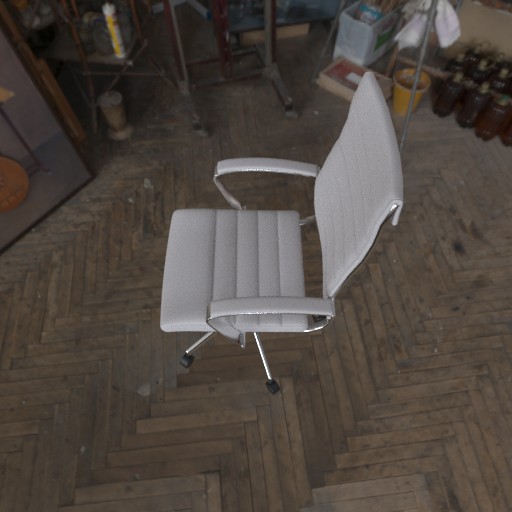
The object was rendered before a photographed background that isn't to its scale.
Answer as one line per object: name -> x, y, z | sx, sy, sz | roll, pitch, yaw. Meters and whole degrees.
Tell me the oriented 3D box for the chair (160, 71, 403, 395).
chair -> 0.000, 0.000, 1.537 | 0.667, 1.149, 0.679 | 0, 59, 0
